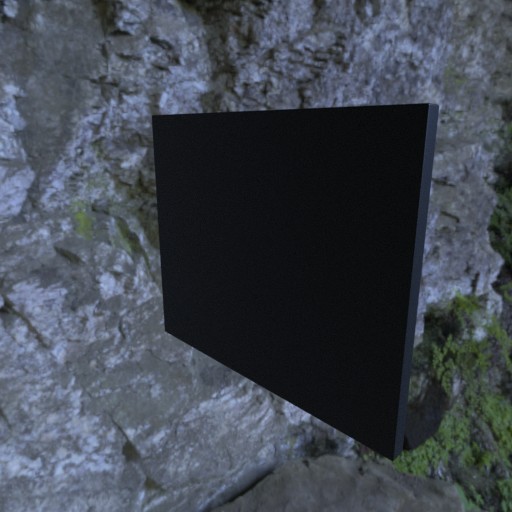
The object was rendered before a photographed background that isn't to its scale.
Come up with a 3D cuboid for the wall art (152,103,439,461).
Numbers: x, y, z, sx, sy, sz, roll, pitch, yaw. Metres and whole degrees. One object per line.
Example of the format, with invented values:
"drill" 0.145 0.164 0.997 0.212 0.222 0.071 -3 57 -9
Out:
"wall art" 0.000 0.000 0.734 0.031 0.457 0.558 -15 21 -42
